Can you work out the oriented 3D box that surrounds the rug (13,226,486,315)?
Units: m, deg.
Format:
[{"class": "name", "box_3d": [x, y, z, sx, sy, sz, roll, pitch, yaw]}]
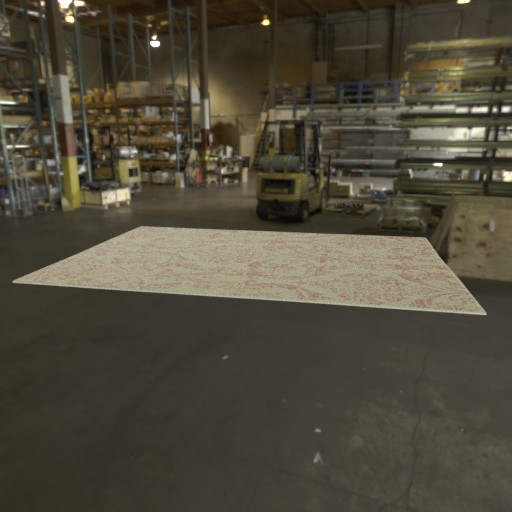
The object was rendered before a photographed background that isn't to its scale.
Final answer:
[{"class": "rug", "box_3d": [0.000, 0.000, 2.256, 1.839, 0.012, 1.219, 3, 15, 11]}]
